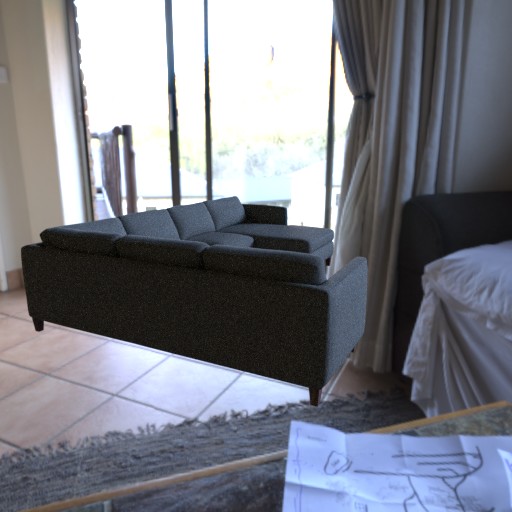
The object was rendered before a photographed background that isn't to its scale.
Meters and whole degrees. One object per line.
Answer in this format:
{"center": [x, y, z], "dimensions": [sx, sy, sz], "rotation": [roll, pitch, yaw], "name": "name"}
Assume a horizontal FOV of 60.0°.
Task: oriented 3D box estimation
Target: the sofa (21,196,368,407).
{"center": [0.000, 0.000, 4.340], "dimensions": [2.551, 0.853, 3.238], "rotation": [7, 15, 26], "name": "sofa"}
